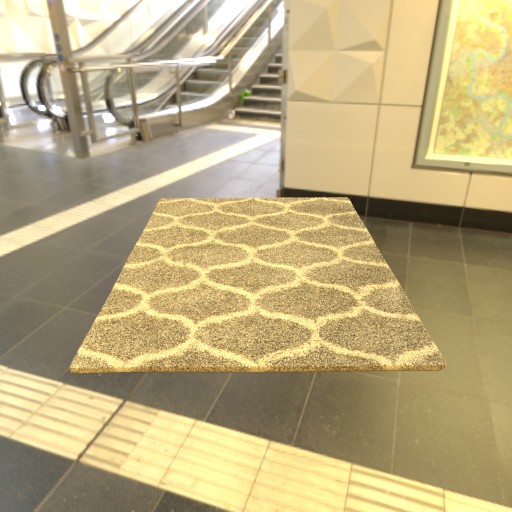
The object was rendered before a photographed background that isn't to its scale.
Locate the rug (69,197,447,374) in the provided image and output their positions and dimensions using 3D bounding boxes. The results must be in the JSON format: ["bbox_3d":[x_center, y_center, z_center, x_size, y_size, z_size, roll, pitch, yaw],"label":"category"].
[{"bbox_3d":[0.000,0.000,2.107,1.200,0.025,1.600,0,27,-1],"label":"rug"}]
